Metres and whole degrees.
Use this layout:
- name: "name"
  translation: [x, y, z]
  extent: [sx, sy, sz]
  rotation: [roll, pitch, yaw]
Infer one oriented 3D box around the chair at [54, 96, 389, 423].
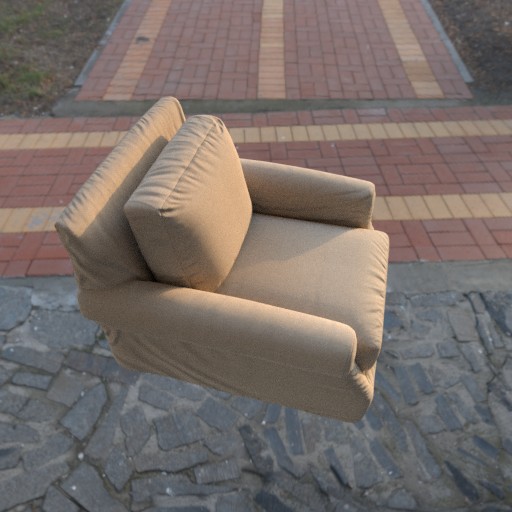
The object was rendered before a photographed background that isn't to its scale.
- name: "chair"
  translation: [0.000, 0.000, 1.752]
  extent: [1.066, 0.866, 0.940]
  rotation: [11, 47, 10]
